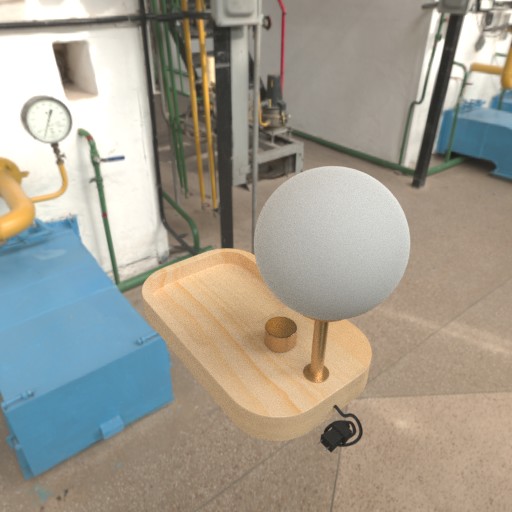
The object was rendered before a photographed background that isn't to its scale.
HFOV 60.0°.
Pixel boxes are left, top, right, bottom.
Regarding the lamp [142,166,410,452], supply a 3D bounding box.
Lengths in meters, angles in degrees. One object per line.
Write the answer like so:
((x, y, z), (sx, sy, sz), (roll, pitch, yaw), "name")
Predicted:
((0.000, 0.000, 0.469), (0.173, 0.253, 0.331), (-22, 39, -31), "lamp")
